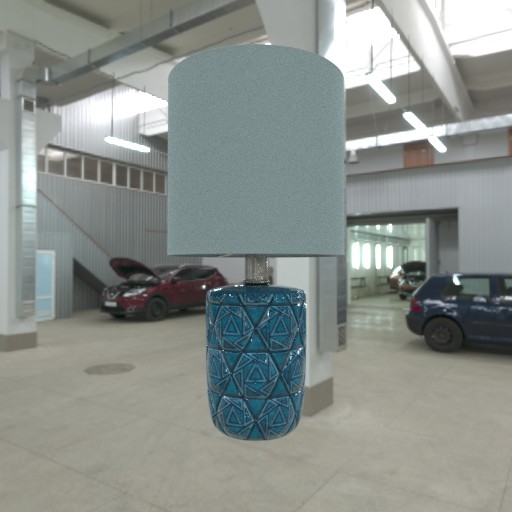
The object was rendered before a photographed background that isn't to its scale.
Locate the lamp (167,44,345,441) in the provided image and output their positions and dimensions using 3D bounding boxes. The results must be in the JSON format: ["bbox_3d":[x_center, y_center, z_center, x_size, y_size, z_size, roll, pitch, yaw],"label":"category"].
[{"bbox_3d":[0.000,0.000,0.491,0.193,0.377,0.193,0,-1,-1],"label":"lamp"}]
